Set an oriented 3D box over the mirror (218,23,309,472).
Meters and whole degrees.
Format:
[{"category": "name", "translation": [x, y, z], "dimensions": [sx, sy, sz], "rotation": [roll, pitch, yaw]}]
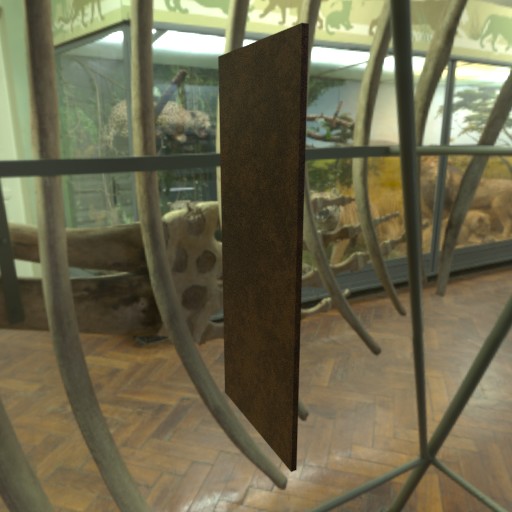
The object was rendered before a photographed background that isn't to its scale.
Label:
[{"category": "mirror", "translation": [0.000, 0.000, 2.302], "dimensions": [0.032, 2.031, 0.812], "rotation": [-8, 17, -27]}]
